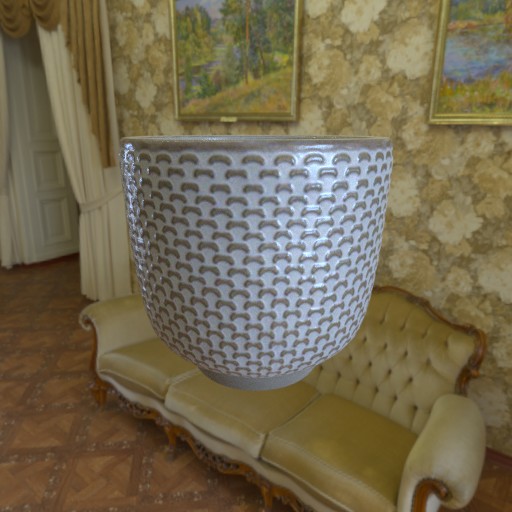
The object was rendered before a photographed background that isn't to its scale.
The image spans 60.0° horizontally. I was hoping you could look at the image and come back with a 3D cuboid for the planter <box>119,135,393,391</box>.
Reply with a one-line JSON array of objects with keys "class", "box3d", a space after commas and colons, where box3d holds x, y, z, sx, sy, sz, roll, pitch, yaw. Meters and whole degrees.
[{"class": "planter", "box3d": [0.000, 0.000, 0.249, 0.139, 0.130, 0.139, 0, 16, 0]}]
